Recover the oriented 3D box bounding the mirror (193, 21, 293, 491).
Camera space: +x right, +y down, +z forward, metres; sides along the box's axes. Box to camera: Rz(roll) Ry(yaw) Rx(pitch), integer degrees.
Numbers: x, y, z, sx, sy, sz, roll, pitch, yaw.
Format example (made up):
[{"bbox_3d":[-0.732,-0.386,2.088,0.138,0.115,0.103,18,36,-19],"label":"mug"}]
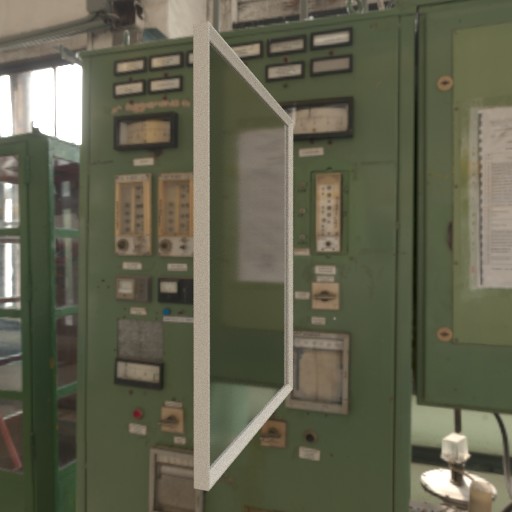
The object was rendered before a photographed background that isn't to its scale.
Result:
[{"bbox_3d":[0.000,0.000,1.326,0.041,1.016,0.762,0,0,19],"label":"mirror"}]
